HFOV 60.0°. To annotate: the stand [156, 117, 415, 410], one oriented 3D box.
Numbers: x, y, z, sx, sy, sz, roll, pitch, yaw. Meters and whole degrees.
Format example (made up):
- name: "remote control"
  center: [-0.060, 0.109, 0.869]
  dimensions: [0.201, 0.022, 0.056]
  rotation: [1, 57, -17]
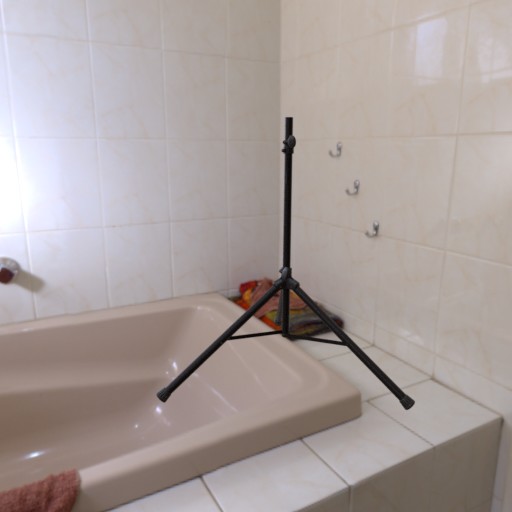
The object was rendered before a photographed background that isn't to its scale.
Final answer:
- name: "stand"
  center: [0.000, 0.000, 1.880]
  dimensions: [0.907, 1.136, 1.045]
  rotation: [-7, 15, -26]
